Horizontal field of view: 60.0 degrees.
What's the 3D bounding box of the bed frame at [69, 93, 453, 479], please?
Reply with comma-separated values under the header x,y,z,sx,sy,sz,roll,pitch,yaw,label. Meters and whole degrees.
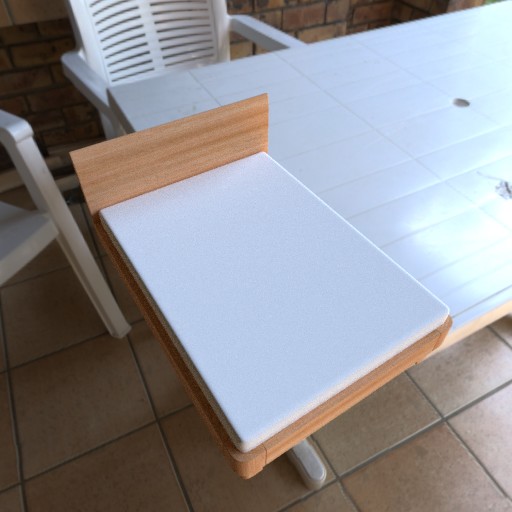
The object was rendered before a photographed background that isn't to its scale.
x,y,z,sx,sy,sz,roll,pitch,yaw,label
0.000,0.000,2.769,1.472,0.940,1.992,-25,51,-22,bed frame
